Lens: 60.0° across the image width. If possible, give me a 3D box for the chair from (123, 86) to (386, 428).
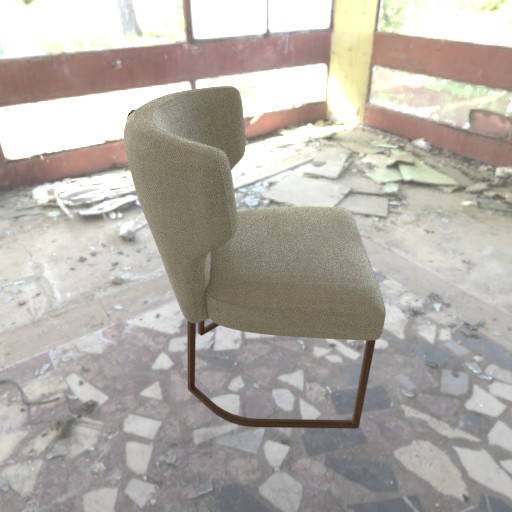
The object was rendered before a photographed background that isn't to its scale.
[{"bbox_3d":[0.000,0.000,1.253,0.617,0.824,0.611,0,32,1],"label":"chair"}]
